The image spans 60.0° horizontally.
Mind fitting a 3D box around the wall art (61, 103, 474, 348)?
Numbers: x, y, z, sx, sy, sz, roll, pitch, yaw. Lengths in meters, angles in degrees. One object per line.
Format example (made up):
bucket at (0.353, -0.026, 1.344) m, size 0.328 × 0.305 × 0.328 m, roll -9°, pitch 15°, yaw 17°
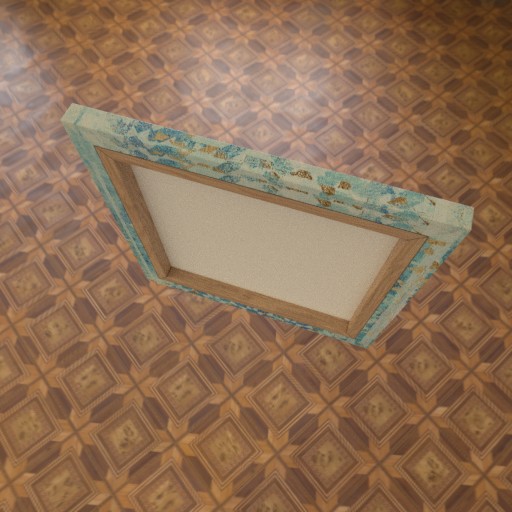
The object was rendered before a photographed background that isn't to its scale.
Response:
wall art at (0.000, 0.000, 0.905) m, size 0.609 × 0.609 × 0.040 m, roll 17°, pitch 65°, yaw 8°
